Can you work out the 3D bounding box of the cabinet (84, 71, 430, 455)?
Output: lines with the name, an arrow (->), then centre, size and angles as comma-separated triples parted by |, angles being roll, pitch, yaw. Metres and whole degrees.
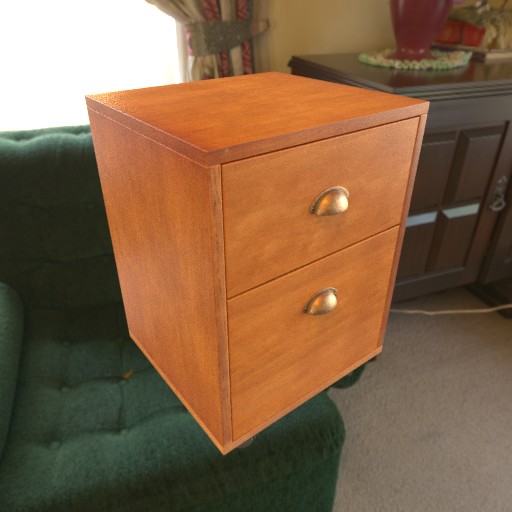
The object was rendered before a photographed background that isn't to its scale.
cabinet -> 0.000, 0.000, 0.851 | 0.409, 0.579, 0.401 | -21, 37, -32
